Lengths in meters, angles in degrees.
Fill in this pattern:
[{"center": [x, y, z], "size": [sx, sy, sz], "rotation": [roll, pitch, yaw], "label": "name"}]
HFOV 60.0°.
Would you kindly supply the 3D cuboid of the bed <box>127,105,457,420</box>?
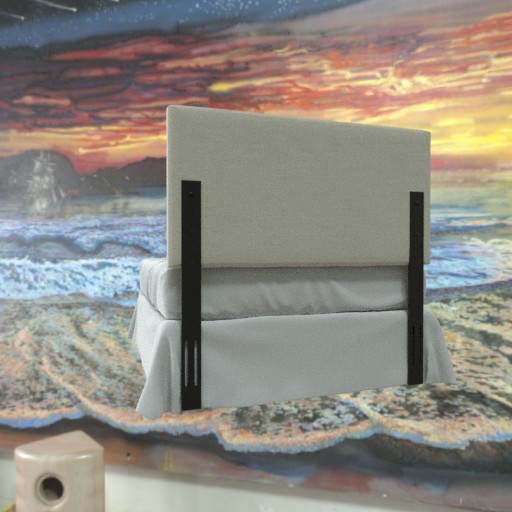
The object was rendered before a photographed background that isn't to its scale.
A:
[{"center": [0.000, 0.000, 3.475], "size": [1.936, 1.577, 2.222], "rotation": [0, 1, -18], "label": "bed"}]
